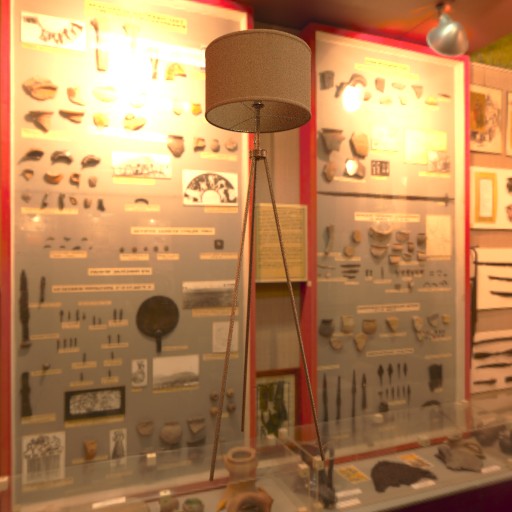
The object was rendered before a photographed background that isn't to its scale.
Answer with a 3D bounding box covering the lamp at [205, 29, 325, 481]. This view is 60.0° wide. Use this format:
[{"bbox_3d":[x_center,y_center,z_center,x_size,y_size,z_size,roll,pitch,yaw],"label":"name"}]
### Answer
[{"bbox_3d":[0.000,0.000,1.734,0.449,1.545,0.460,0,0,-20],"label":"lamp"}]
